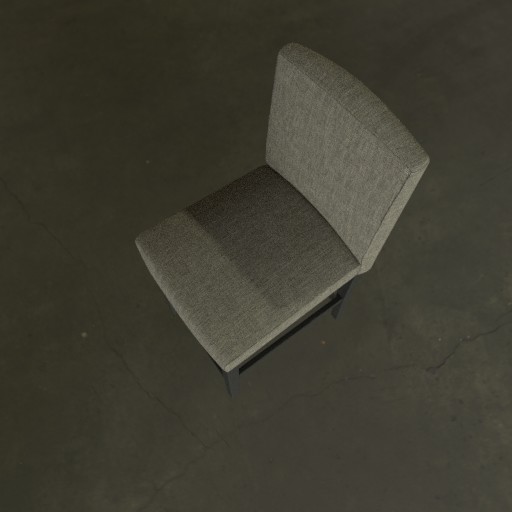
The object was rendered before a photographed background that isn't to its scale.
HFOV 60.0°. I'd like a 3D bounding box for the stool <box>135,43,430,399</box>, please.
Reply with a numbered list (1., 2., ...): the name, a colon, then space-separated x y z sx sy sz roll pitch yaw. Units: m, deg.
1. stool: 0.000 0.000 1.278 0.552 0.966 0.451 -33 67 -16
